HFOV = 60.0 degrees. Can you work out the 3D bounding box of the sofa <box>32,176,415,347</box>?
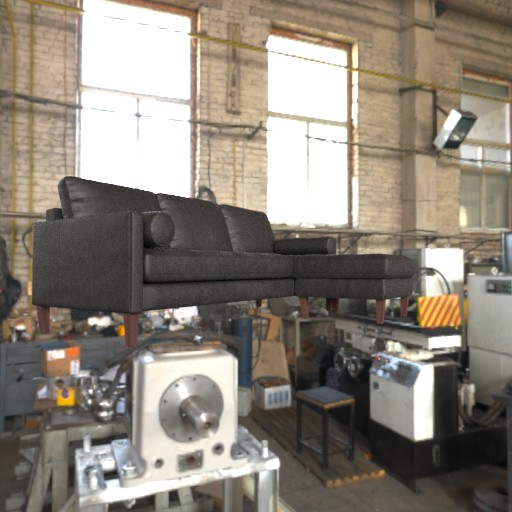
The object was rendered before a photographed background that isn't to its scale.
[{"bbox_3d":[0.000,0.000,2.887,1.497,0.876,2.178,-1,-2,35],"label":"sofa"}]
